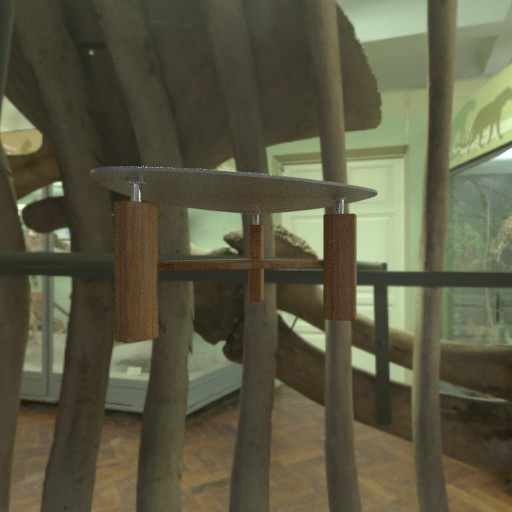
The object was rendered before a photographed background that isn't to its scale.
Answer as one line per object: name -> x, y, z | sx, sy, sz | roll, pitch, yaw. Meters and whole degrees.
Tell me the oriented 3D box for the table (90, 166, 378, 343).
table -> 0.000, 0.000, 1.612 | 0.850, 0.440, 1.250 | 0, 0, 18
